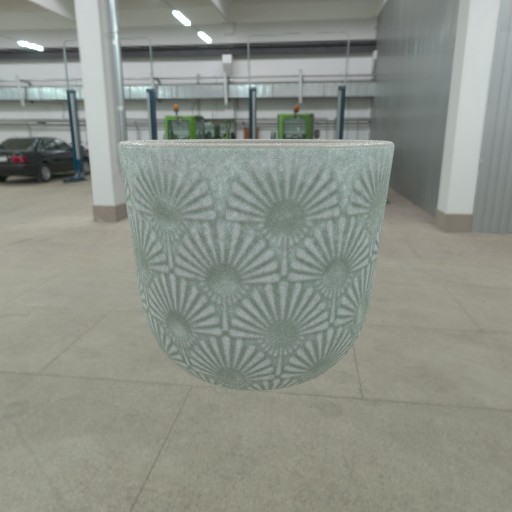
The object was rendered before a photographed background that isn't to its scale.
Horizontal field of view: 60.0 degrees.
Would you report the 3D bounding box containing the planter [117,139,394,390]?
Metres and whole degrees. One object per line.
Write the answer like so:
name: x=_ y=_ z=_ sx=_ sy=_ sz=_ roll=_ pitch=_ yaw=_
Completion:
planter: x=0.000 y=0.000 z=0.302 sx=0.170 sy=0.152 sz=0.170 roll=0 pitch=15 yaw=0
